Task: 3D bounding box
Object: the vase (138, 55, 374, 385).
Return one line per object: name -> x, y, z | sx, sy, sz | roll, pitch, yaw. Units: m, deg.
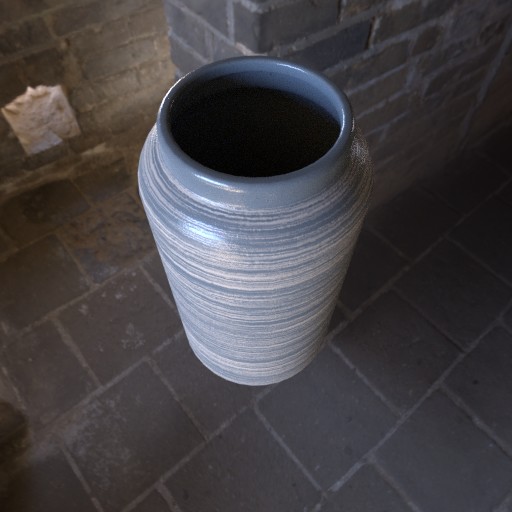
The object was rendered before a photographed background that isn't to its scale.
vase -> 0.000, 0.000, 0.289 | 0.116, 0.230, 0.116 | 0, 57, 0
